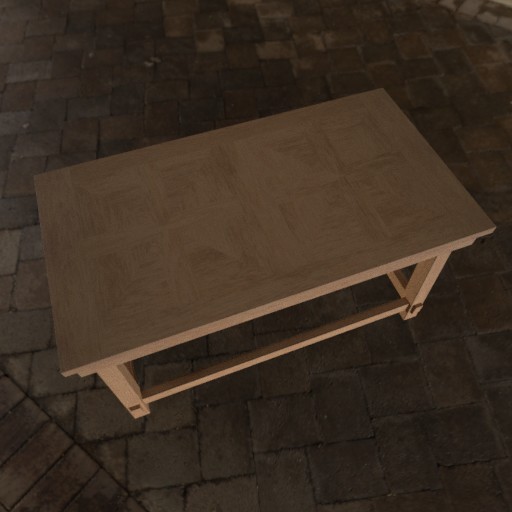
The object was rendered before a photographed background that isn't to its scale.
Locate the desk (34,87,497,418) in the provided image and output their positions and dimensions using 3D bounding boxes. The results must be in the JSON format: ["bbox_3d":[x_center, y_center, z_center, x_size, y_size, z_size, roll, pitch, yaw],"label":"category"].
[{"bbox_3d":[0.000,0.000,1.940,1.499,0.762,0.813,-17,59,-11],"label":"desk"}]
